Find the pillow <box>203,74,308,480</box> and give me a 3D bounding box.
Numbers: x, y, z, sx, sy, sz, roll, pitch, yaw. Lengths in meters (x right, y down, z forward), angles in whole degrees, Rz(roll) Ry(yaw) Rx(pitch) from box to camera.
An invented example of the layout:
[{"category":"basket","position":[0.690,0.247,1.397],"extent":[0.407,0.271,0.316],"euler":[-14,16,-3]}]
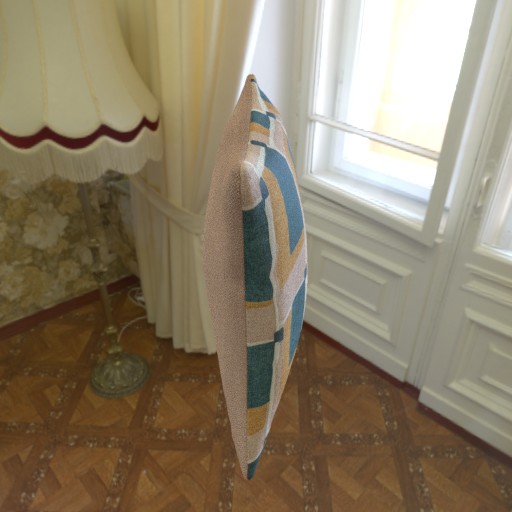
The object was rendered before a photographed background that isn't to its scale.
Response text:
[{"category":"pillow","position":[0.000,0.000,0.720],"extent":[0.158,0.479,0.478],"euler":[0,32,1]}]
